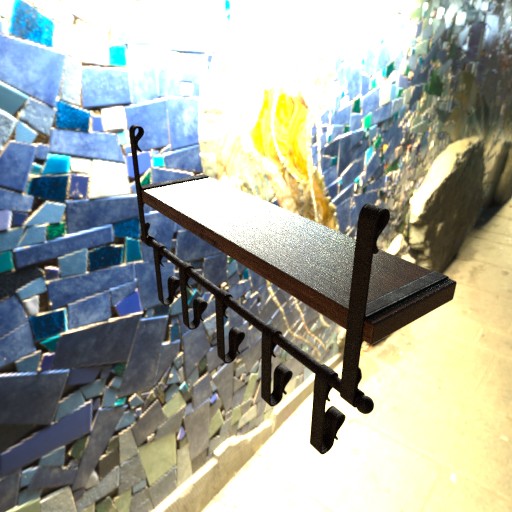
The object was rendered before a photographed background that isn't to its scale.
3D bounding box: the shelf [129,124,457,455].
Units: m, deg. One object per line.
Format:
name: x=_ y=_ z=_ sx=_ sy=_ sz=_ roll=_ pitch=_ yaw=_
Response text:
shelf: x=0.000 y=0.000 z=0.673 sx=0.146 sy=0.330 sz=0.567 roll=-18 pitch=31 yaw=-33
